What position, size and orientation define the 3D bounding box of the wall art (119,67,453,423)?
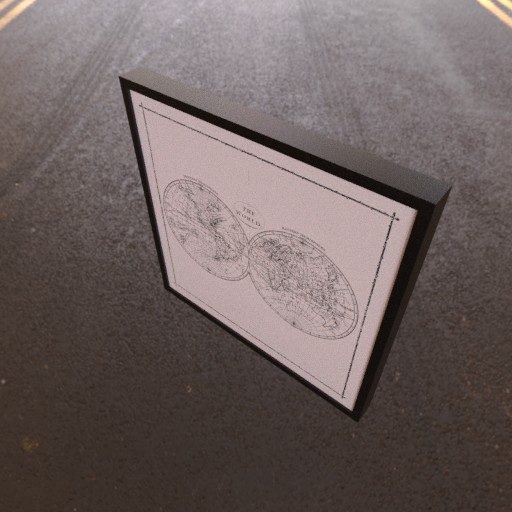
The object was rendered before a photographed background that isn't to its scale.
[{"bbox_3d":[0.000,0.000,0.483,0.327,0.318,0.029,30,52,27],"label":"wall art"}]
